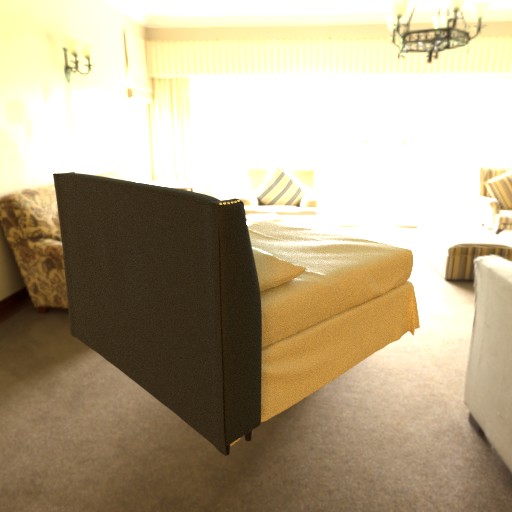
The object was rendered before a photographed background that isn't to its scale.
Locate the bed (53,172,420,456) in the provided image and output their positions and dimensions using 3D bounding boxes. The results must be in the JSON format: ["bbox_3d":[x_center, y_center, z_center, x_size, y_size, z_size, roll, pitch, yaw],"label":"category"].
[{"bbox_3d":[0.000,0.000,3.453,2.276,1.332,1.925,-15,22,-42],"label":"bed"}]
